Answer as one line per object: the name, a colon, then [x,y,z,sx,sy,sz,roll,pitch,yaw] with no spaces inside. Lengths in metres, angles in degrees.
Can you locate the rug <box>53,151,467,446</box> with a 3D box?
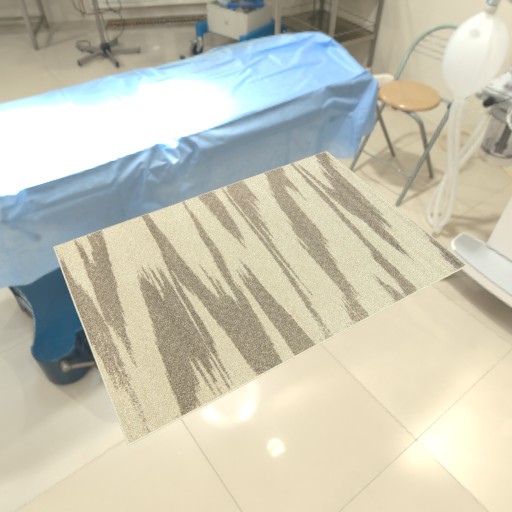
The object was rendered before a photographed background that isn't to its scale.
rug: [0.000,0.000,2.342,1.827,0.008,1.225,-23,51,-20]
